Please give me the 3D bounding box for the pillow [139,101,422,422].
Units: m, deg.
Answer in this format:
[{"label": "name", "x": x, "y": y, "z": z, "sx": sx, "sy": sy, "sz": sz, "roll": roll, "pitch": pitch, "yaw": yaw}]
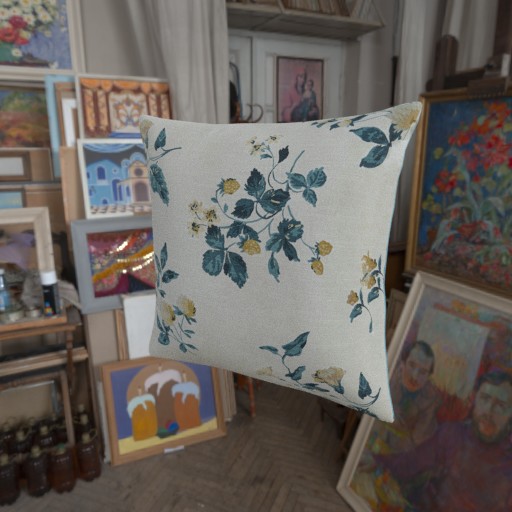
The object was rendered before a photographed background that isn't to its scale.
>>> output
[{"label": "pillow", "x": 0.000, "y": 0.000, "z": 0.800, "sx": 0.526, "sy": 0.507, "sz": 0.166, "roll": 7, "pitch": 15, "yaw": 27}]
